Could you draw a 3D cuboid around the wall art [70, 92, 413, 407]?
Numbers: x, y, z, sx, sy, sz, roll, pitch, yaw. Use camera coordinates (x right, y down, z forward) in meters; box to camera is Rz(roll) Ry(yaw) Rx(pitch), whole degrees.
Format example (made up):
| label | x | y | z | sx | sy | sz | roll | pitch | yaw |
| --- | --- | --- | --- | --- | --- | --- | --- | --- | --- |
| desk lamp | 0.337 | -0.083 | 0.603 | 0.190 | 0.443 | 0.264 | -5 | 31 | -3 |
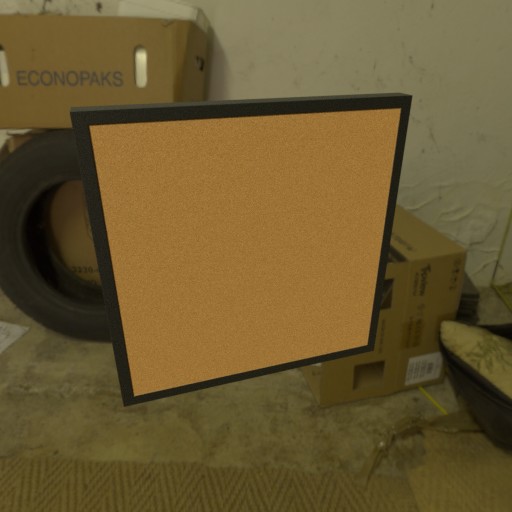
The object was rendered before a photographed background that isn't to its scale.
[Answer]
| label | x | y | z | sx | sy | sz | roll | pitch | yaw |
| --- | --- | --- | --- | --- | --- | --- | --- | --- | --- |
| wall art | 0.000 | 0.000 | 0.758 | 0.506 | 0.506 | 0.037 | -8 | 28 | -16 |
